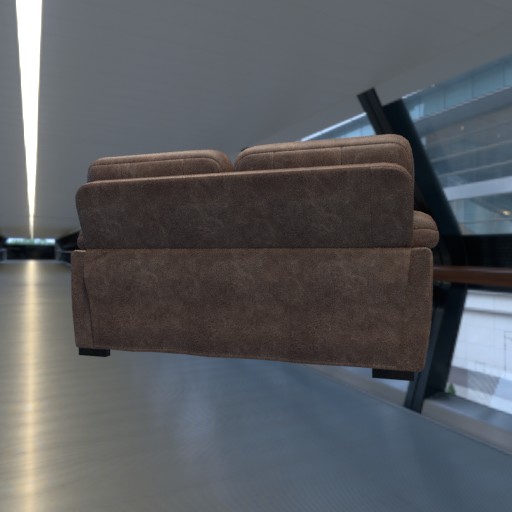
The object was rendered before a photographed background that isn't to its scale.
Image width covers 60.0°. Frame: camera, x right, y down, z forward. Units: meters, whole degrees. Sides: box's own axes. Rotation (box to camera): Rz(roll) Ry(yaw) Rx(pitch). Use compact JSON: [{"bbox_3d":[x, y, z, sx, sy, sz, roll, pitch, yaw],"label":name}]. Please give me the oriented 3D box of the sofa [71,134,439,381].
[{"bbox_3d":[0.000,0.000,2.352,1.753,0.991,0.991,0,-1,18],"label":"sofa"}]
